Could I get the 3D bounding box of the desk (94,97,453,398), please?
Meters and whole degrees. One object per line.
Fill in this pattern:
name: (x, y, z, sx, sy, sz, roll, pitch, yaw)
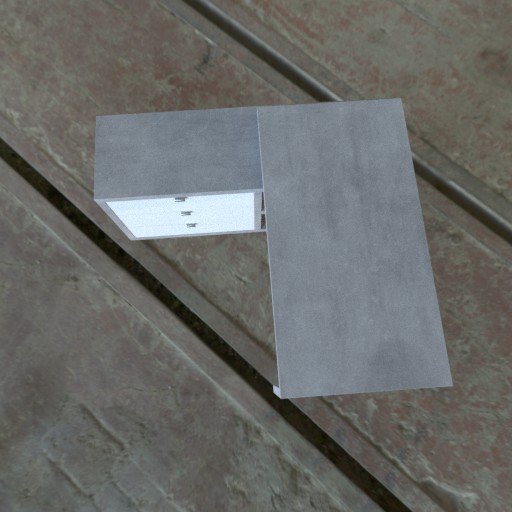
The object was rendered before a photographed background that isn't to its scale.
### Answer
desk: (0.000, 0.000, 2.319, 1.500, 0.740, 1.400, -4, 75, -1)
